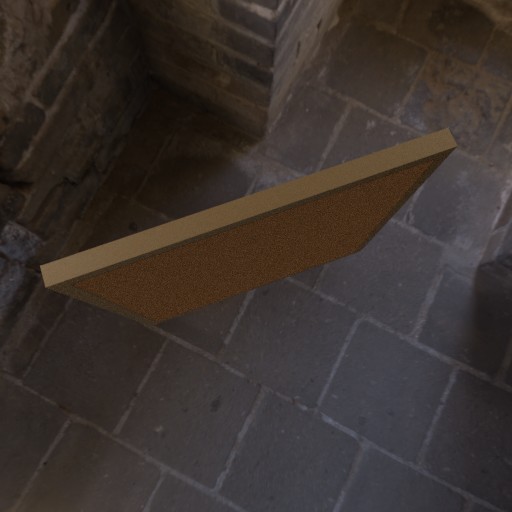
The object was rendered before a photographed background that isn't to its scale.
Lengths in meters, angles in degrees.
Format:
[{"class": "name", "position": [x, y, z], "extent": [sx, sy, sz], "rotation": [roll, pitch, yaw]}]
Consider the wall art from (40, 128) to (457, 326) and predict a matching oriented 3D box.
[{"class": "wall art", "position": [0.000, 0.000, 2.897], "extent": [1.926, 1.926, 0.099], "rotation": [-19, 77, -5]}]
